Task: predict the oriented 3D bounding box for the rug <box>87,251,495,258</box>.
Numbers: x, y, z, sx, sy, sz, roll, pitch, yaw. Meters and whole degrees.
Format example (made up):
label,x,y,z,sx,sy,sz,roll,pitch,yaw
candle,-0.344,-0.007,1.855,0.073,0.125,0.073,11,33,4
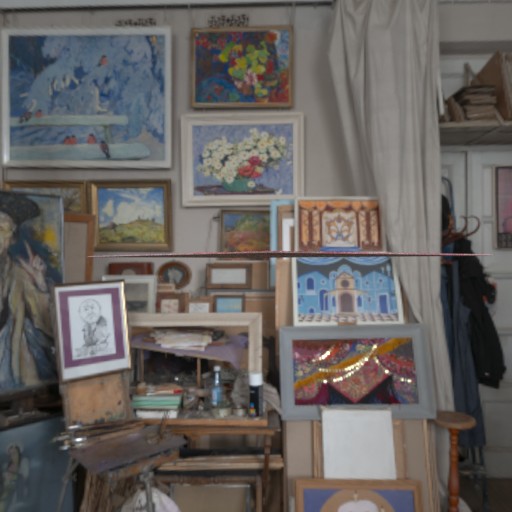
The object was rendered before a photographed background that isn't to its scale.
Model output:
label,x,y,z,sx,sy,sz,roll,pitch,yaw
rug,0.000,0.000,2.290,1.219,0.006,1.829,0,-1,-36
